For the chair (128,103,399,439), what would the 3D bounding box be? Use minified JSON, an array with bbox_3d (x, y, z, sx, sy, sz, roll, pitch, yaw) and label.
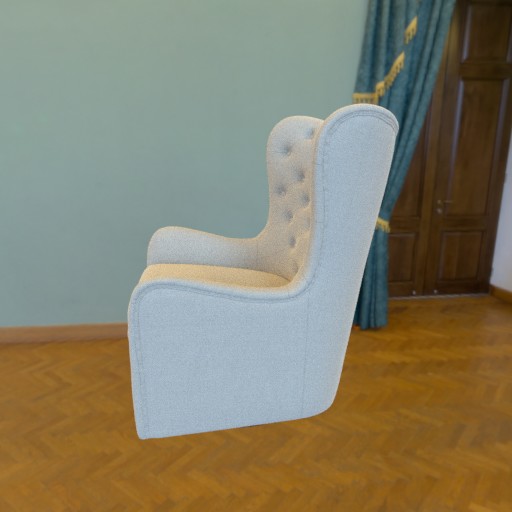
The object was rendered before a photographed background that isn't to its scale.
[{"bbox_3d":[0.000,0.000,1.728,0.929,1.079,0.831,-2,15,-8],"label":"chair"}]
